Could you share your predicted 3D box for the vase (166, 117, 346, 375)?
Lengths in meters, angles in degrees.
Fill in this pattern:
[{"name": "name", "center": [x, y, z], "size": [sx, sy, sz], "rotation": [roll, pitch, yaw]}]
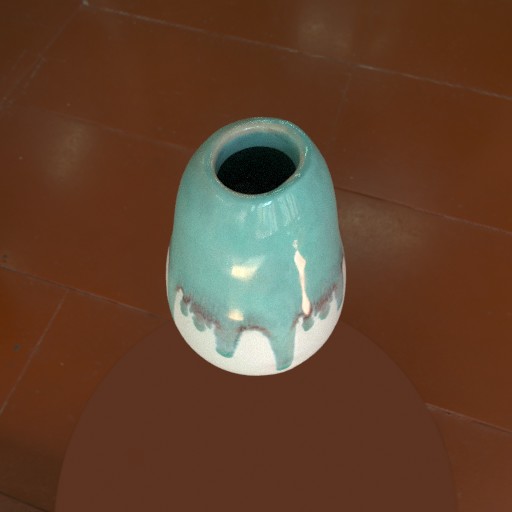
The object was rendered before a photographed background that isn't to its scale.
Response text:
[{"name": "vase", "center": [0.000, 0.000, 0.258], "size": [0.116, 0.179, 0.116], "rotation": [0, 63, 0]}]
